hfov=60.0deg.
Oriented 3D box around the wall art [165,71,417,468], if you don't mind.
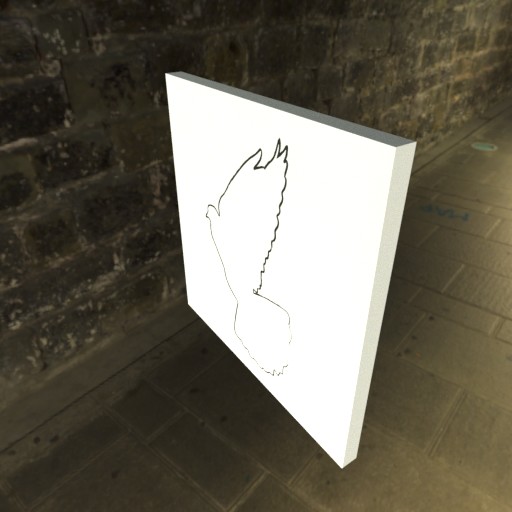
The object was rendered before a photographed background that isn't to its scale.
[{"bbox_3d":[0.000,0.000,0.888,0.038,0.610,0.610,-20,37,-29],"label":"wall art"}]
